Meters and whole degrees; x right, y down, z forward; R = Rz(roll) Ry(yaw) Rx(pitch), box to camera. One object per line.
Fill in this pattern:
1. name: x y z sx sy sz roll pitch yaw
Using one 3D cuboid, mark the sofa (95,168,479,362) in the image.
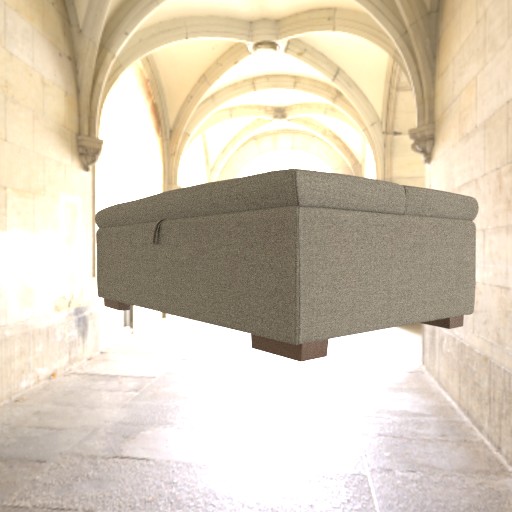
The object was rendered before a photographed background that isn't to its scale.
1. sofa: 0.000 0.000 1.621 0.817 0.434 1.250 0 1 -38
